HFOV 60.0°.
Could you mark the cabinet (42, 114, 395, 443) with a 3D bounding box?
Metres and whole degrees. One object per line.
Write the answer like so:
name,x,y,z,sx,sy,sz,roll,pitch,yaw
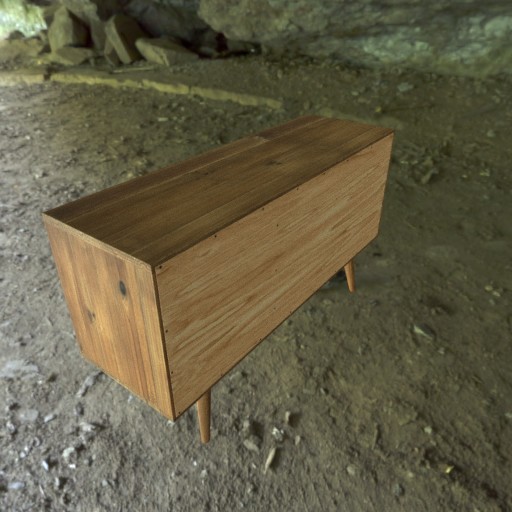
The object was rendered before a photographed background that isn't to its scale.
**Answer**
cabinet,0.000,0.000,1.798,0.472,0.800,1.400,22,37,31
